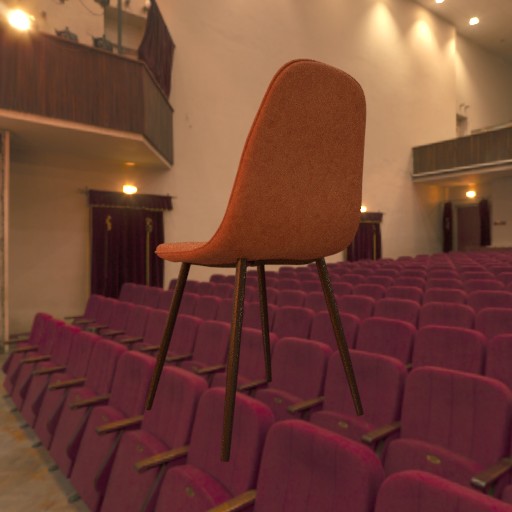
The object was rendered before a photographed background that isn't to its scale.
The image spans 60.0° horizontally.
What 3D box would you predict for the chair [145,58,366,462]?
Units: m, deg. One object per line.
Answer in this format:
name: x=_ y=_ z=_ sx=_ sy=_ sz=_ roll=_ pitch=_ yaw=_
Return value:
chair: x=0.000 y=0.000 z=1.243 sx=0.472 sy=0.889 sz=0.561 roll=0 pitch=1 yaw=-38
